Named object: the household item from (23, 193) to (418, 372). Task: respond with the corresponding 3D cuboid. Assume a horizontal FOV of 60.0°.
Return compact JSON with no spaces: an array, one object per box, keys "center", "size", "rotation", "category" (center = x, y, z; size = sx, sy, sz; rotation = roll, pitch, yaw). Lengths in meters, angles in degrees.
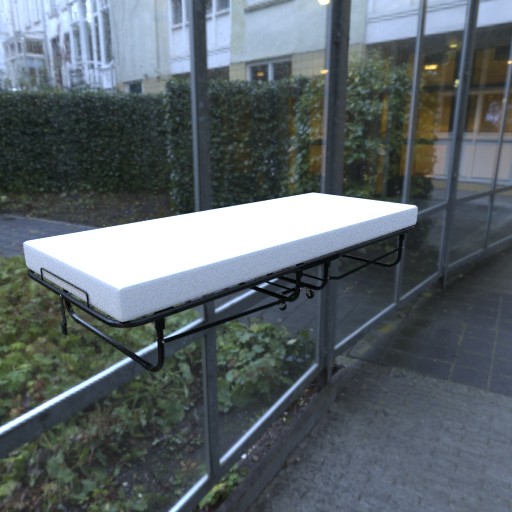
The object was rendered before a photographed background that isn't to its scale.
[{"center":[0.000,0.000,2.159],"size":[0.787,0.356,1.905],"rotation":[15,22,42],"category":"household item"}]
